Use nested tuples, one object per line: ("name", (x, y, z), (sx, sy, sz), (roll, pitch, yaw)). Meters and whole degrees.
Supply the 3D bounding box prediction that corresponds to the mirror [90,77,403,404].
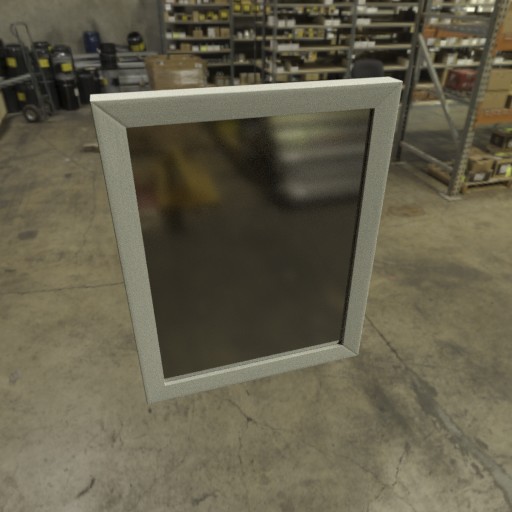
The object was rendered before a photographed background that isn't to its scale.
("mirror", (0.000, 0.000, 0.700), (0.405, 0.508, 0.041), (-9, 33, -15))
